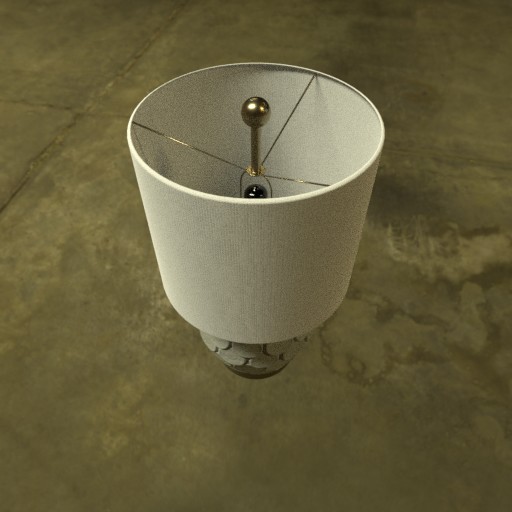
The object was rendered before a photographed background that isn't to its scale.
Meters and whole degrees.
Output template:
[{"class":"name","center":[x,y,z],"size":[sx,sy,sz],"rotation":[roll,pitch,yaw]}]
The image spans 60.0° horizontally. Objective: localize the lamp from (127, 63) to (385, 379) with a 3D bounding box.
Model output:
[{"class":"lamp","center":[0.000,0.000,0.595],"size":[0.254,0.452,0.254],"rotation":[0,48,0]}]
